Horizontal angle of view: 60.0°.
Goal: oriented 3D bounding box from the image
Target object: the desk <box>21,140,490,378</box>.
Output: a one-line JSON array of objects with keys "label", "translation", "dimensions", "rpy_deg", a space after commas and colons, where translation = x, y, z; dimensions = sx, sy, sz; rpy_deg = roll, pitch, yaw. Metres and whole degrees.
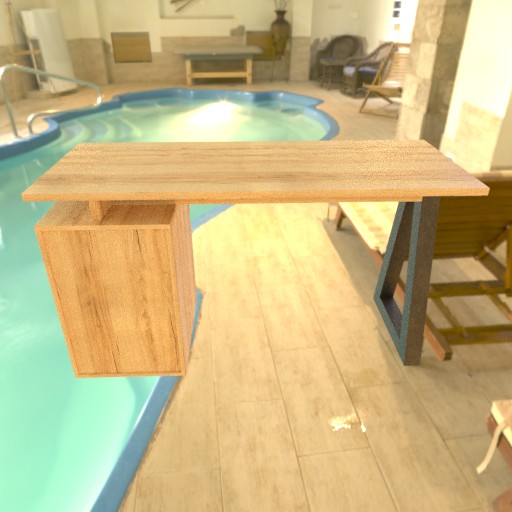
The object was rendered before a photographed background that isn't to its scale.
[{"label": "desk", "translation": [0.000, 0.000, 1.750], "dimensions": [1.400, 0.760, 0.550], "rpy_deg": [-1, 30, -2]}]
